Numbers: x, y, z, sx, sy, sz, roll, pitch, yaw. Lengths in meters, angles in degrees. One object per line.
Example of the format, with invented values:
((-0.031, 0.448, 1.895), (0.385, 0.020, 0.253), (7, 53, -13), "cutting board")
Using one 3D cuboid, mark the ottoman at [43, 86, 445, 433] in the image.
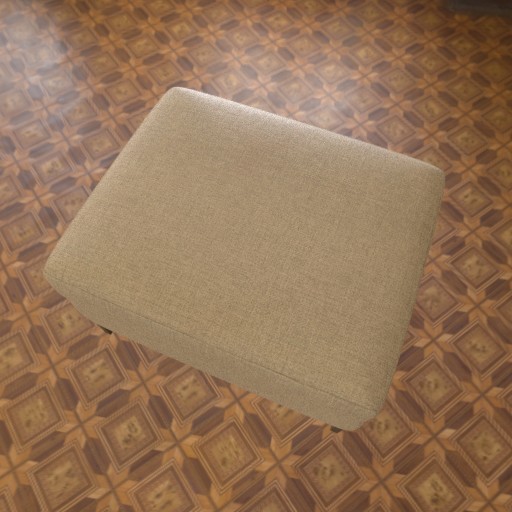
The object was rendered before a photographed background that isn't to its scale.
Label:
((0.000, 0.000, 1.229), (0.820, 0.490, 0.671), (21, 65, 10), "ottoman")
